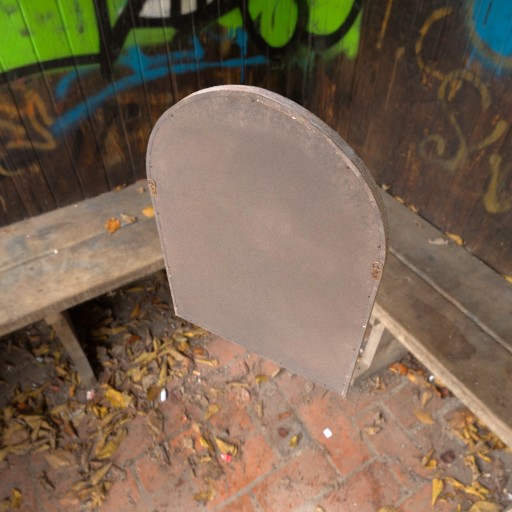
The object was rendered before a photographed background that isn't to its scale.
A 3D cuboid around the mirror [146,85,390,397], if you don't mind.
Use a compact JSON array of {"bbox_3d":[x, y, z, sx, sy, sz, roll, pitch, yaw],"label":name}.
[{"bbox_3d":[0.000,0.000,1.195,0.660,0.920,0.032,22,49,20],"label":"mirror"}]
